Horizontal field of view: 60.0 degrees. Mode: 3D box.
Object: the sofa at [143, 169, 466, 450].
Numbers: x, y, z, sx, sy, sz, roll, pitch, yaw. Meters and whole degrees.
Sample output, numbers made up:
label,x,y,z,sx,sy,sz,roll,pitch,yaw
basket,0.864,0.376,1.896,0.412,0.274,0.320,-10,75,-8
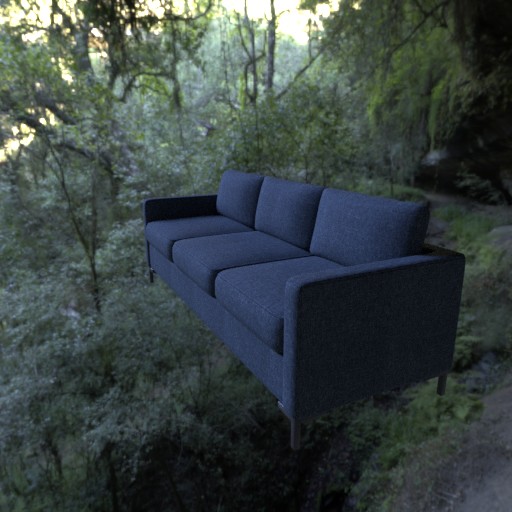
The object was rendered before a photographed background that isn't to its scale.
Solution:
label,x,y,z,sx,sy,sz,roll,pitch,yaw
sofa,0.000,0.000,2.657,0.859,0.874,2.218,-8,17,-26
